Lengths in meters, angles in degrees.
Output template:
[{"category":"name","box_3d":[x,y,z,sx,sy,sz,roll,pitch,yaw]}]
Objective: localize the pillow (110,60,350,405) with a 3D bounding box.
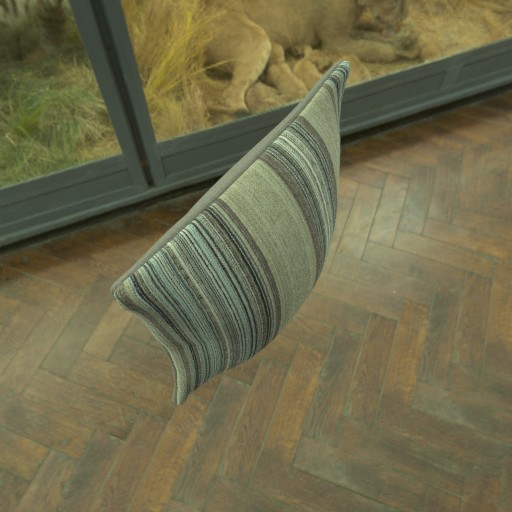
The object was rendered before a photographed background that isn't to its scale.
[{"category":"pillow","box_3d":[0.000,0.000,0.667,0.189,0.416,0.435,31,63,18]}]
